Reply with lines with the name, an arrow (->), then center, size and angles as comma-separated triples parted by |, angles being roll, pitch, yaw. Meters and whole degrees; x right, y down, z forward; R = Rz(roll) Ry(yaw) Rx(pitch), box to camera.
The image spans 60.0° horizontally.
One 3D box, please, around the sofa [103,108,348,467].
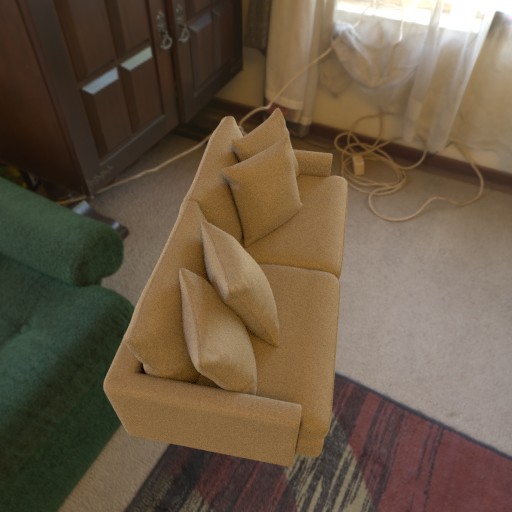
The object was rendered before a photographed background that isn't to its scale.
sofa -> 0.000, 0.000, 3.107 | 1.228, 1.084, 2.380 | 8, 48, 7
